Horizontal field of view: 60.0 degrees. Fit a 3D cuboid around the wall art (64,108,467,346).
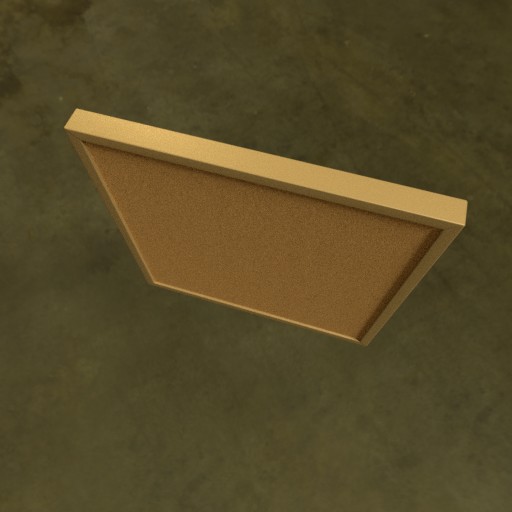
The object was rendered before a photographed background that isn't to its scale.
[{"bbox_3d":[0.000,0.000,0.773,0.509,0.509,0.036,15,64,8],"label":"wall art"}]
